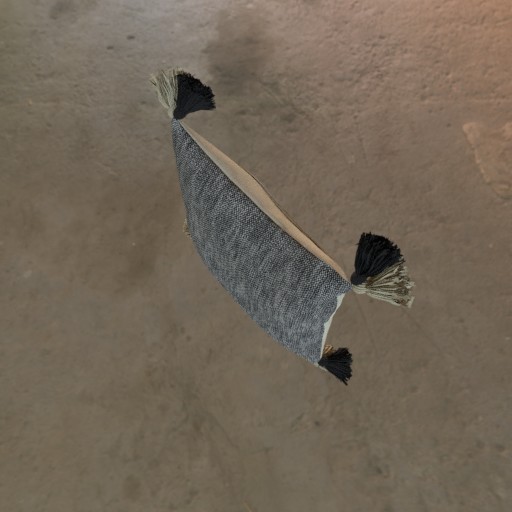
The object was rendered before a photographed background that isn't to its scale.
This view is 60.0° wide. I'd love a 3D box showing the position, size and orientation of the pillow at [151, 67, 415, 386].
[{"bbox_3d":[0.000,0.000,0.984,0.170,0.659,0.654,-38,69,-17],"label":"pillow"}]
